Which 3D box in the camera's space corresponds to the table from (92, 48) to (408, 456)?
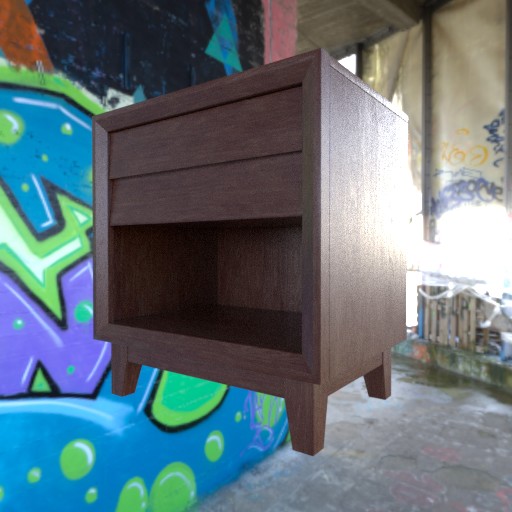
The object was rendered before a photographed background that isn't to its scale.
[{"bbox_3d":[0.000,0.000,0.986,0.557,0.609,0.449,1,1,36],"label":"table"}]
